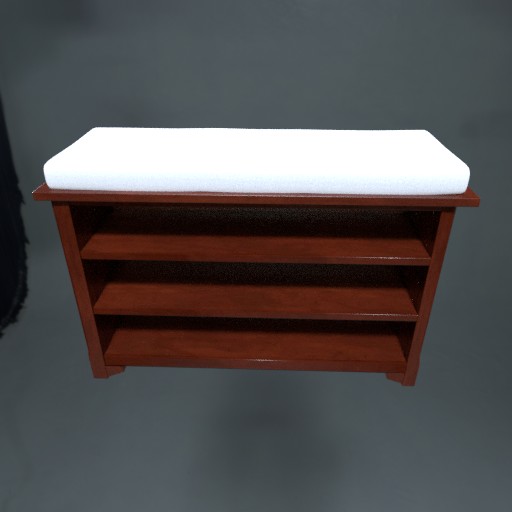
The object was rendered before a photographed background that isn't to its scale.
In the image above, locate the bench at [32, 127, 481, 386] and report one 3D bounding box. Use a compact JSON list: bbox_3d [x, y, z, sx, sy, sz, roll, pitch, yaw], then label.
[{"bbox_3d":[0.000,0.000,1.264,0.987,0.646,0.369,1,30,2],"label":"bench"}]
